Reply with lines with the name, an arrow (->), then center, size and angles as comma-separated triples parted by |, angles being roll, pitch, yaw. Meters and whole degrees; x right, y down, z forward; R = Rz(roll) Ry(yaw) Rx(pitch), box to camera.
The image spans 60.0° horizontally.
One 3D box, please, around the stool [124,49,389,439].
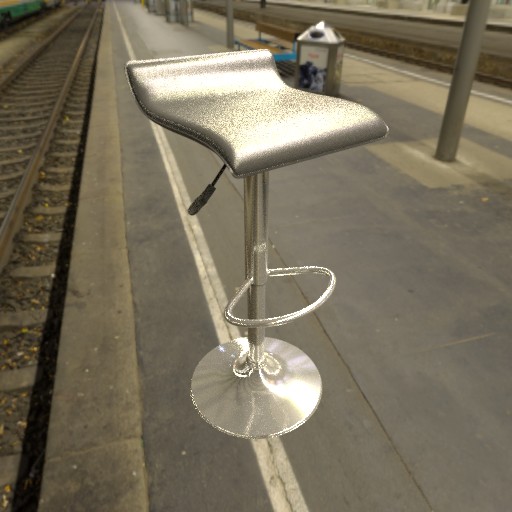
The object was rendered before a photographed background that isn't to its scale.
stool -> 0.000, 0.000, 1.062 | 0.381, 0.851, 0.381 | -22, 37, -31
